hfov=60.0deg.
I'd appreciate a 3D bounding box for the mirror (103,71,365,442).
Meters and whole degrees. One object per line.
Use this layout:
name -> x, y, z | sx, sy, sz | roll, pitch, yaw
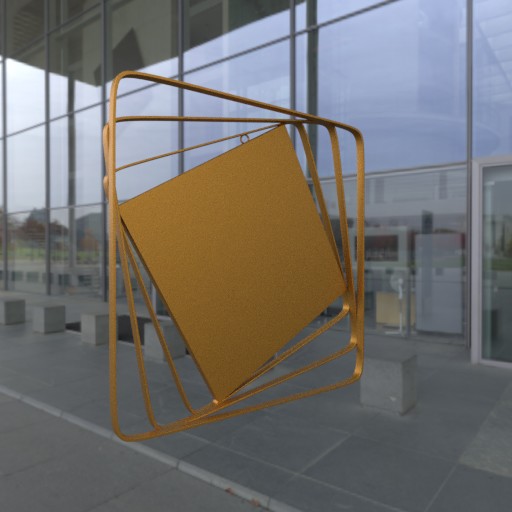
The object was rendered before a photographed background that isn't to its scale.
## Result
mirror -> 0.000, 0.000, 0.691 | 0.470, 0.468, 0.045 | 0, 1, -37
